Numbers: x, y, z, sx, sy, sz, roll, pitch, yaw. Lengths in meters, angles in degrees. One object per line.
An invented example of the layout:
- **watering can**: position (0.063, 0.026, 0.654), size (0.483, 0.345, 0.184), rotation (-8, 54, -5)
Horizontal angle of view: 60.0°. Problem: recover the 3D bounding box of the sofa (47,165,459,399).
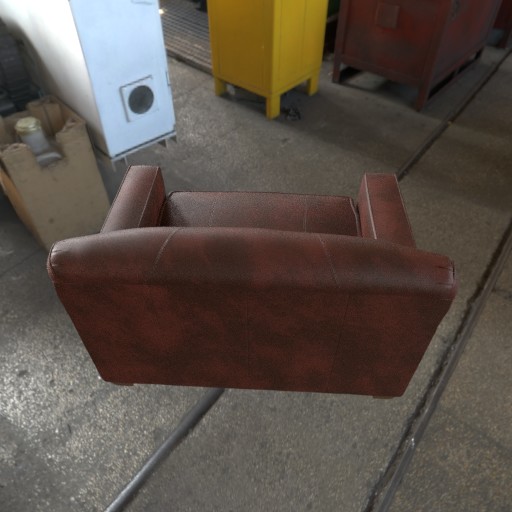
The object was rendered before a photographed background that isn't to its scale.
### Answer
- **sofa**: position (0.000, 0.000, 2.074), size (1.413, 0.956, 1.000), rotation (2, 46, 2)
